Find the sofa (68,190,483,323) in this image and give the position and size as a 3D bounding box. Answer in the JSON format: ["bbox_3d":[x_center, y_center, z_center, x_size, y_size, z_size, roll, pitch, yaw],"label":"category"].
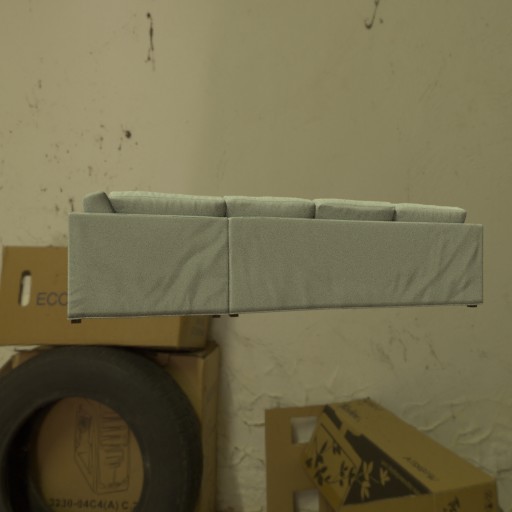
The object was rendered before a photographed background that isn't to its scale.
[{"bbox_3d":[0.000,0.000,4.316,3.182,0.871,2.432,0,0,-17],"label":"sofa"}]
